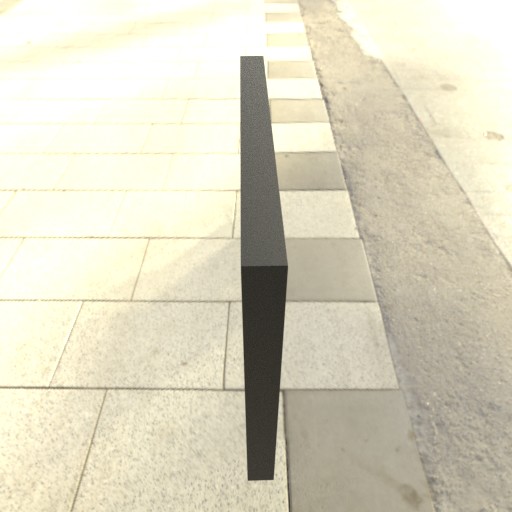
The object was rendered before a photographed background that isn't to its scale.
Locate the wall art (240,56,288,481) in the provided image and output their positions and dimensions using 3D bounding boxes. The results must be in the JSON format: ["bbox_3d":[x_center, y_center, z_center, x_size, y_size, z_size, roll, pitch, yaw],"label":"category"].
[{"bbox_3d":[0.000,0.000,0.524,0.029,0.330,0.381,-1,42,-1],"label":"wall art"}]
